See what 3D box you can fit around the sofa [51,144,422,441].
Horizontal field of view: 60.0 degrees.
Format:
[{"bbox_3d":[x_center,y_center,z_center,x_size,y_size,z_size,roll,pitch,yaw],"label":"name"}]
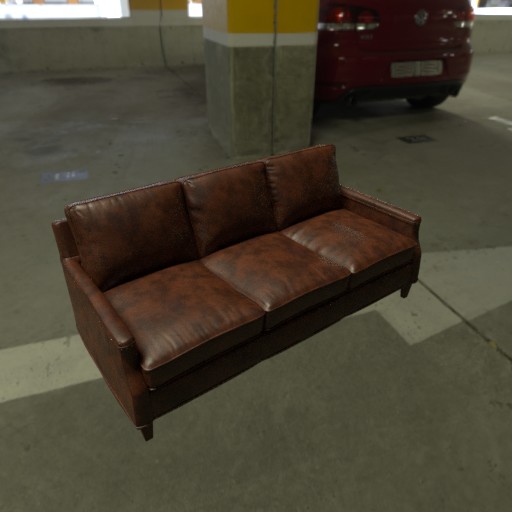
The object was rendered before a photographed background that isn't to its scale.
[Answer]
[{"bbox_3d":[0.000,0.000,2.914,2.240,1.003,1.084,-21,36,-31],"label":"sofa"}]
